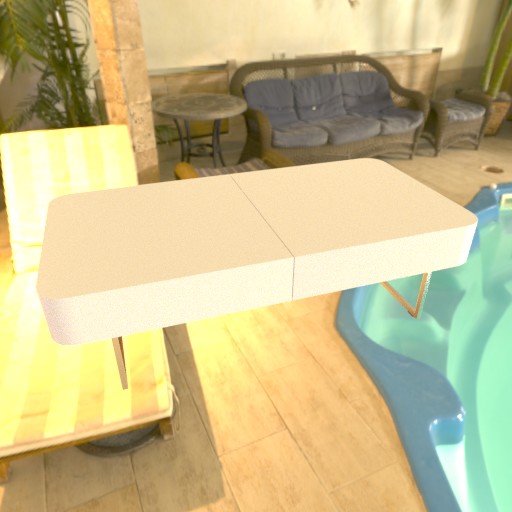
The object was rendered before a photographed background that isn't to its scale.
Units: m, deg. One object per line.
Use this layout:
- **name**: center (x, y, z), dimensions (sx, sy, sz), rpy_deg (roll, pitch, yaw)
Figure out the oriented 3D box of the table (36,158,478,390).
- **table**: center (0.000, 0.000, 1.433), dimensions (1.200, 0.340, 0.600), rpy_deg (-10, 33, -16)
